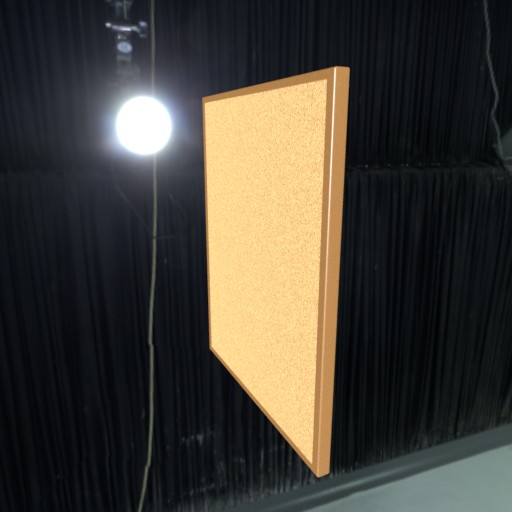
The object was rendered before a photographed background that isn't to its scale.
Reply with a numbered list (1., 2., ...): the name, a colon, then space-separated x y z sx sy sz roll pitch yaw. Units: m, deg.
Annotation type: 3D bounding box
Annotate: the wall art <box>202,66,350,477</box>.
1. wall art: 0.000 0.000 0.527 0.015 0.379 0.310 -7 17 -25
